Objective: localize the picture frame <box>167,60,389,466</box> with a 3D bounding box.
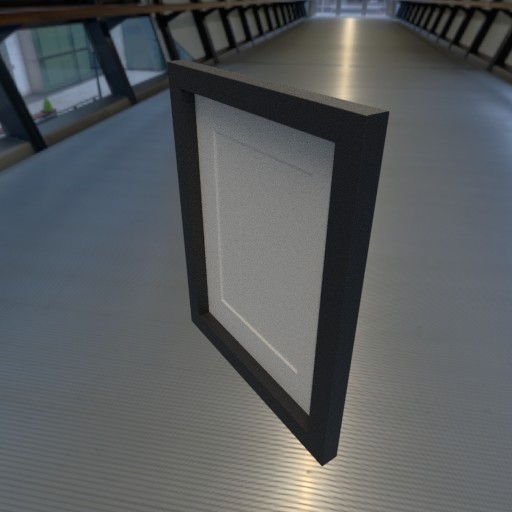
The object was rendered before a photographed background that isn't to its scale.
[{"bbox_3d":[0.000,0.000,0.509,0.036,0.383,0.307,-20,37,-29],"label":"picture frame"}]
